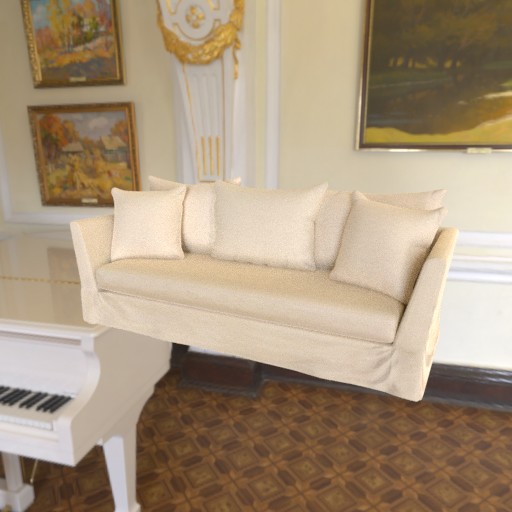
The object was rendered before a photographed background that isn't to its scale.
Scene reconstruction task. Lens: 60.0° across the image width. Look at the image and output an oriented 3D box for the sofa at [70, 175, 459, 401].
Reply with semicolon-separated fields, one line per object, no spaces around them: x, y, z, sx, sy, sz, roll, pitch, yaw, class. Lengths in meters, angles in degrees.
0.000;0.000;3.076;2.484;1.042;1.030;7;15;26;sofa
